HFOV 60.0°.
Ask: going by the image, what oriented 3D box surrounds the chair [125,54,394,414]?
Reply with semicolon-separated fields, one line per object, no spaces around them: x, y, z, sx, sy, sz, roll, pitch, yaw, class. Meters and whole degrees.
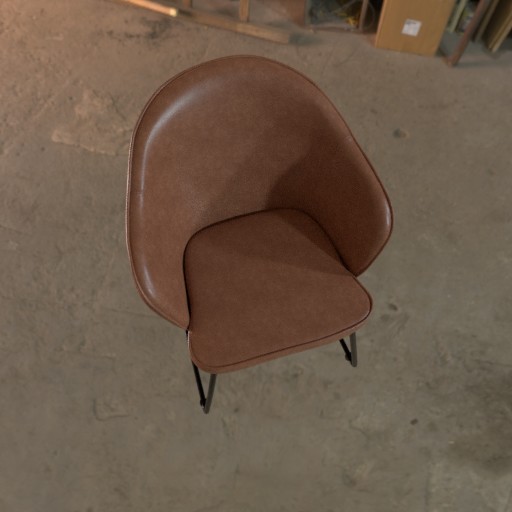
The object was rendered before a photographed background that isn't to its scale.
0.000;0.000;1.174;0.582;0.785;0.580;-16;63;-8;chair
